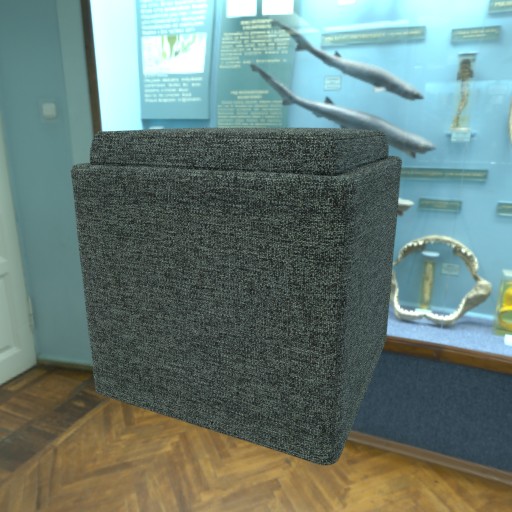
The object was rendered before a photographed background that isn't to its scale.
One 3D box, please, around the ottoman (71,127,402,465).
[{"bbox_3d":[0.000,0.000,0.831,0.450,0.463,0.450,7,18,24],"label":"ottoman"}]
